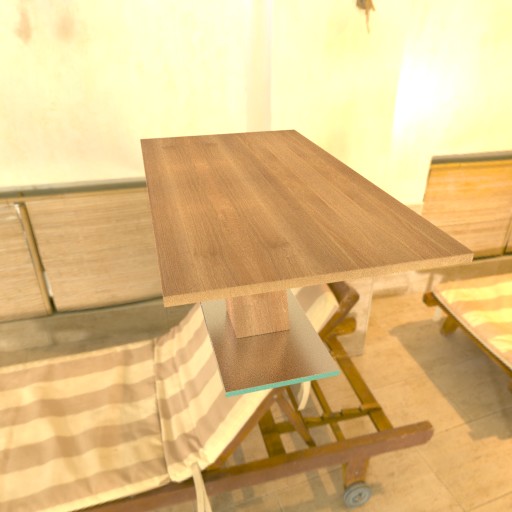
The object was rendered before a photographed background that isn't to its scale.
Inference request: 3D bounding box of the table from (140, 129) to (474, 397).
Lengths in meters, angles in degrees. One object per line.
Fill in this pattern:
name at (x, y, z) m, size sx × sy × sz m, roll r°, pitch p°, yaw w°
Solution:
table at (0.000, 0.000, 2.055) m, size 0.900 × 0.750 × 1.600 m, roll -7°, pitch 30°, yaw -13°
